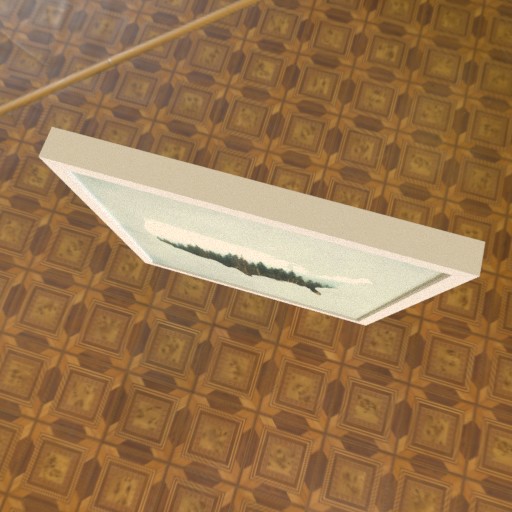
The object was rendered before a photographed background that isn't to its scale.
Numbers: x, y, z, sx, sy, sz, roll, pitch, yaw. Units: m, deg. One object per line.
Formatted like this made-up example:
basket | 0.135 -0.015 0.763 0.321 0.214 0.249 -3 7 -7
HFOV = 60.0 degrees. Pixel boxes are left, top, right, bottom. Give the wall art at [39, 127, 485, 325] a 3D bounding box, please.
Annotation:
wall art | 0.000 0.000 0.742 0.509 0.509 0.040 16 76 4
